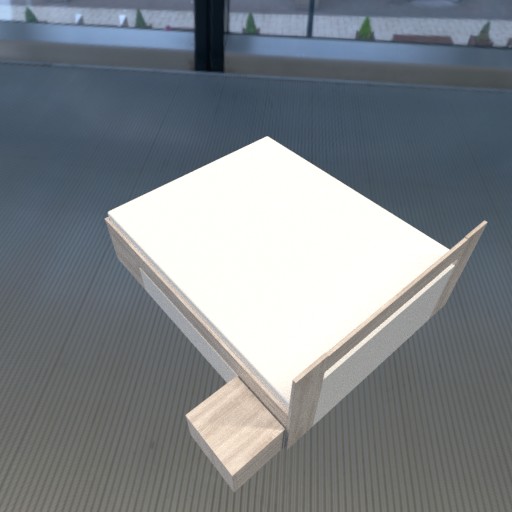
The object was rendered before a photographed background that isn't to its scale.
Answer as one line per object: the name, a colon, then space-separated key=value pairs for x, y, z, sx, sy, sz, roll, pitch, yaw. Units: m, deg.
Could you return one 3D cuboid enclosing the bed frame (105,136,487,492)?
bed frame: x=0.000 y=0.000 z=3.149 sx=2.040 sy=0.860 sz=2.050 roll=-32 pitch=55 yaw=-26
